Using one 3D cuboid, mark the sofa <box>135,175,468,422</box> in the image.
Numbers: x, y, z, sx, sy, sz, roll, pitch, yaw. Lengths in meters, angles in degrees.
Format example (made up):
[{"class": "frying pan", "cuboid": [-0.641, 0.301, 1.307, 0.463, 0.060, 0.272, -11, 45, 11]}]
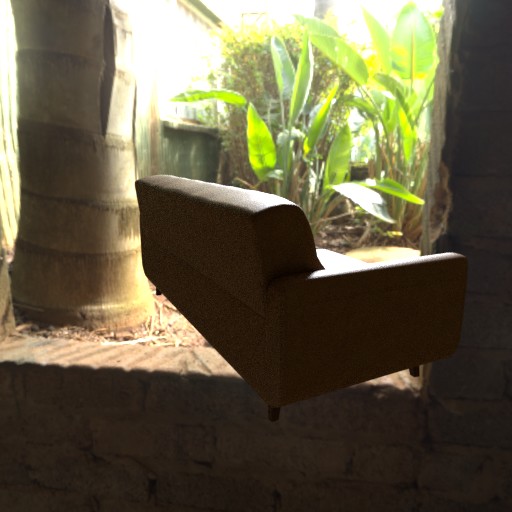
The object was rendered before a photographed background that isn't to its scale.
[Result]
[{"class": "sofa", "cuboid": [0.000, 0.000, 2.624, 0.980, 0.892, 2.137, -7, 15, -26]}]
